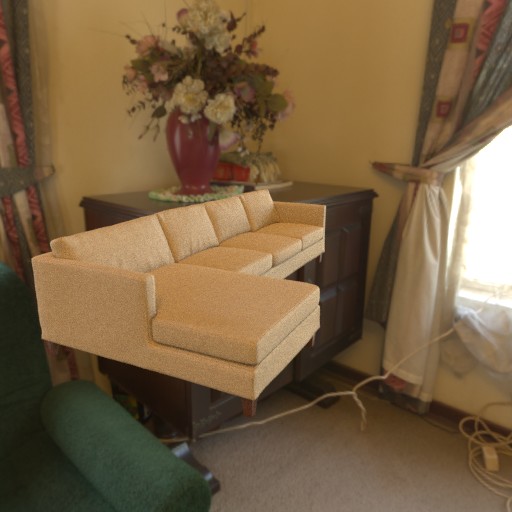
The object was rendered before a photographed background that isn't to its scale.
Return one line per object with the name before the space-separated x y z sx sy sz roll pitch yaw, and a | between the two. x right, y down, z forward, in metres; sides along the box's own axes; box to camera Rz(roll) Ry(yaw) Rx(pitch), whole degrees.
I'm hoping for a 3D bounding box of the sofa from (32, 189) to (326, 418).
sofa | 0.000 0.000 3.894 1.625 0.846 3.186 7 16 26
